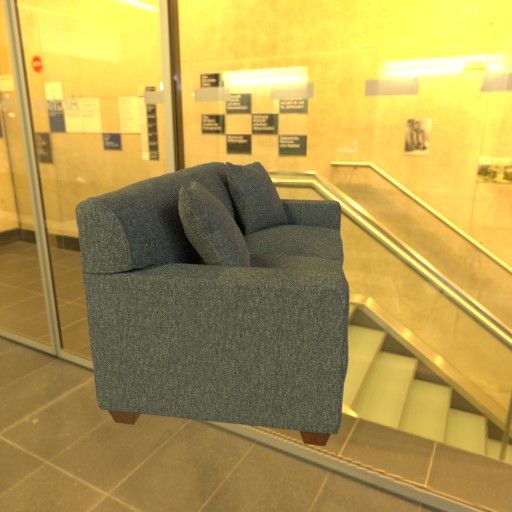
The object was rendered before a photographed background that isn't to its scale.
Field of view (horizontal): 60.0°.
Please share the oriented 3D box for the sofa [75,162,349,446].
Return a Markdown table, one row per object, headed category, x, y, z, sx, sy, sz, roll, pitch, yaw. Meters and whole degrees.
| category | x | y | z | sx | sy | sz | roll | pitch | yaw |
| --- | --- | --- | --- | --- | --- | --- | --- | --- | --- |
| sofa | 0.000 | 0.000 | 2.431 | 0.998 | 0.958 | 1.846 | 3 | 16 | 9 |
